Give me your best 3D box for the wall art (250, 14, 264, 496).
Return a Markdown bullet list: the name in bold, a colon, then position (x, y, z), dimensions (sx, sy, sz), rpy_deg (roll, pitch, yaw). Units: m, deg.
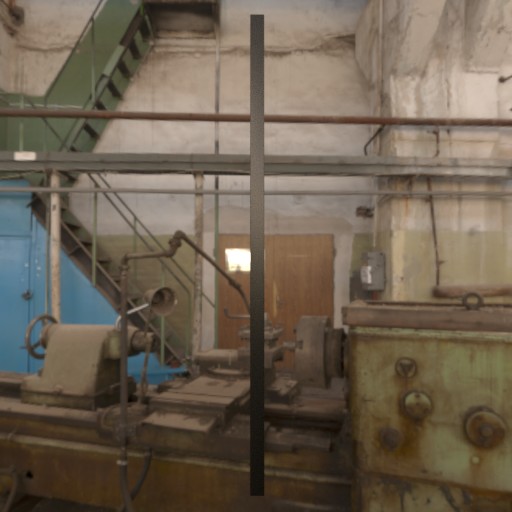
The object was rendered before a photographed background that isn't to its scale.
- **wall art**: position (0.000, 0.000, 0.834), dimensions (0.019, 0.656, 0.462), rpy_deg (0, -1, 0)
